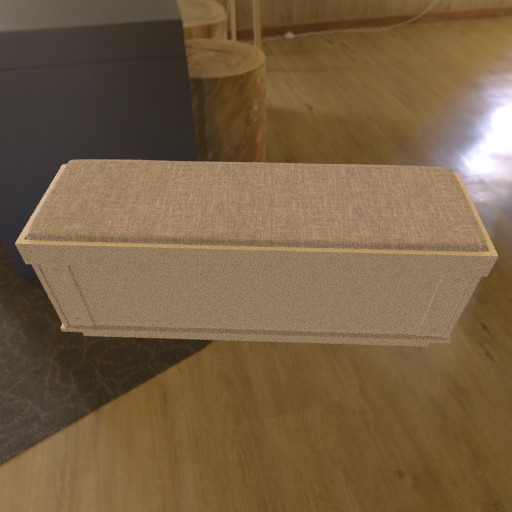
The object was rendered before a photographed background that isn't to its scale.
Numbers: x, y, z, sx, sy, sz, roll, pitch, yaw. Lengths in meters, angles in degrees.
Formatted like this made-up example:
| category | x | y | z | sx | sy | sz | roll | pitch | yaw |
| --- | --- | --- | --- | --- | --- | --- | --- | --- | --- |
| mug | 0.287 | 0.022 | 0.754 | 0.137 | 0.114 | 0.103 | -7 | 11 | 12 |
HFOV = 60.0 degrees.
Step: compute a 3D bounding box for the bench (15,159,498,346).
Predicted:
| category | x | y | z | sx | sy | sz | roll | pitch | yaw |
| --- | --- | --- | --- | --- | --- | --- | --- | --- | --- |
| bench | 0.000 | 0.000 | 1.369 | 1.196 | 0.453 | 0.363 | 2 | 46 | 1 |
